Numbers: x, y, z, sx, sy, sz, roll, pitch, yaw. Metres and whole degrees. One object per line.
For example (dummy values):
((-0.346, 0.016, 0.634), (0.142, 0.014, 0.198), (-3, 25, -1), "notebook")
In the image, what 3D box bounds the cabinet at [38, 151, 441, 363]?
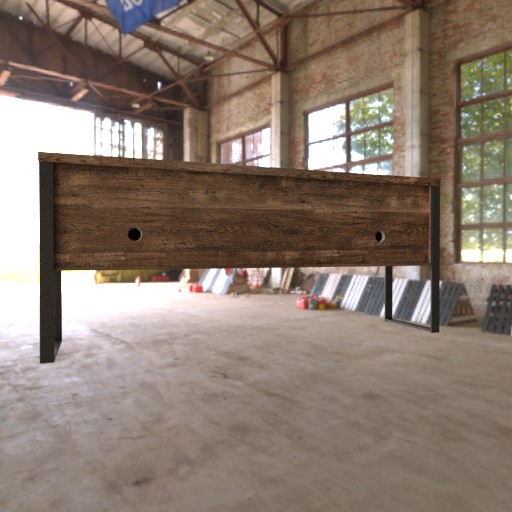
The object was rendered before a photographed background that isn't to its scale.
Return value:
((0.000, 0.000, 2.078), (1.800, 0.762, 0.395), (0, 1, -20), "cabinet")
